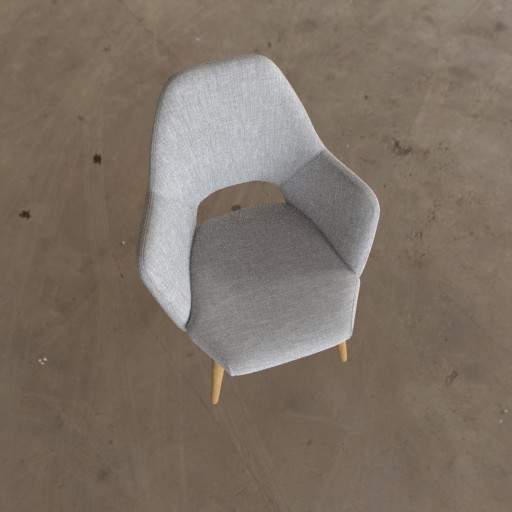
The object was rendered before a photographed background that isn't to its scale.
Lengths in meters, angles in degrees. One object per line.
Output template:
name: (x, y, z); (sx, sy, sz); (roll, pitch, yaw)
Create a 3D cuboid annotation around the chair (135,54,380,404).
chair: (0.000, 0.000, 1.237); (0.590, 0.840, 0.610); (-16, 65, -8)
